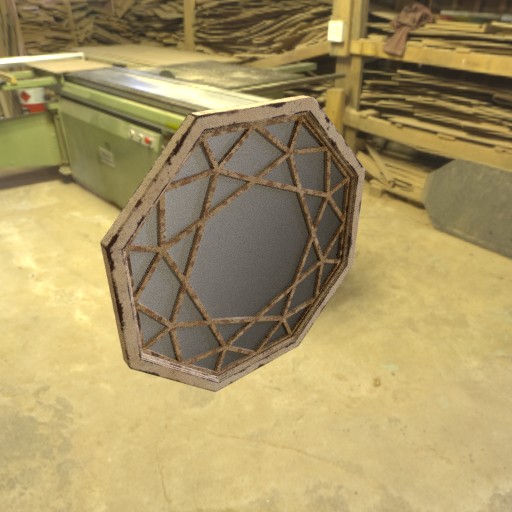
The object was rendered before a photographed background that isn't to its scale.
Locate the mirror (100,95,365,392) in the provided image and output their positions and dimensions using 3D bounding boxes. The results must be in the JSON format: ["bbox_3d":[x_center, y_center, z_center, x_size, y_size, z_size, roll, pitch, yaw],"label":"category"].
[{"bbox_3d":[0.000,0.000,0.982,0.648,0.648,0.031,-21,36,-32],"label":"mirror"}]
